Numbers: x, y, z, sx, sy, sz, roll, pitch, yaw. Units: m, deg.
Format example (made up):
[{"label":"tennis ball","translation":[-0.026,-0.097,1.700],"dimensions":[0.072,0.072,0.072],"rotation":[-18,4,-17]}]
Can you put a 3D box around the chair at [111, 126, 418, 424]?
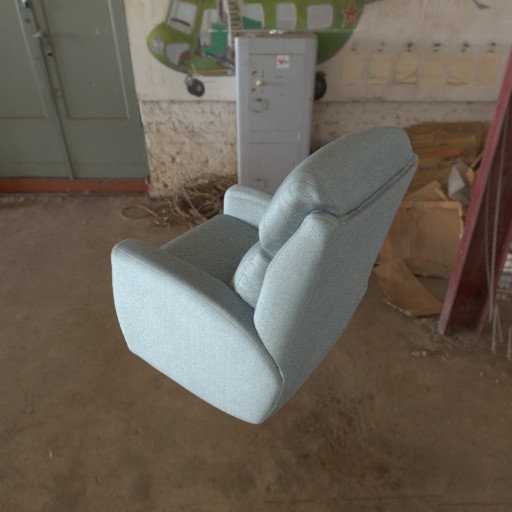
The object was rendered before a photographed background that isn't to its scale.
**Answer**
[{"label":"chair","translation":[0.000,0.000,1.720],"dimensions":[0.940,1.016,0.794],"rotation":[21,38,30]}]
